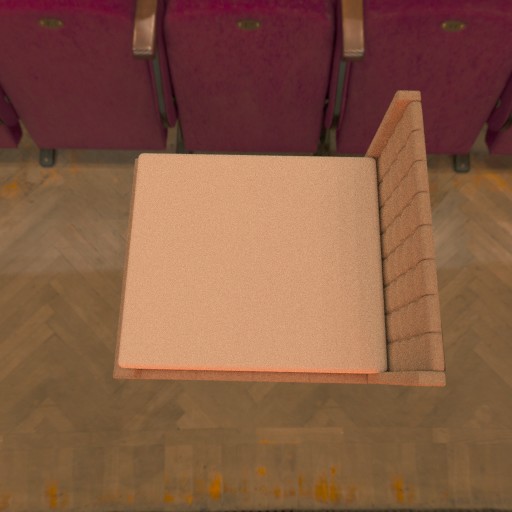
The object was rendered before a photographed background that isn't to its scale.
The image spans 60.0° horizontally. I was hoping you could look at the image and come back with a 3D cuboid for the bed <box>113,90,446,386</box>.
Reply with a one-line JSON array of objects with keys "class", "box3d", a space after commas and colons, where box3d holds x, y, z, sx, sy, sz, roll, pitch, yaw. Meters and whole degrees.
[{"class": "bed", "box3d": [0.000, 0.000, 3.750, 2.370, 1.743, 2.045, 1, 75, 0]}]
